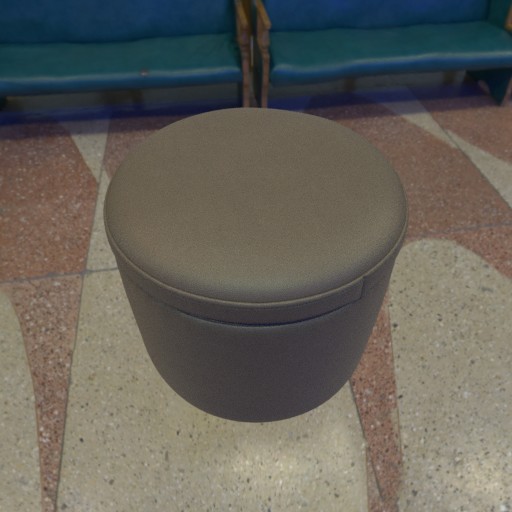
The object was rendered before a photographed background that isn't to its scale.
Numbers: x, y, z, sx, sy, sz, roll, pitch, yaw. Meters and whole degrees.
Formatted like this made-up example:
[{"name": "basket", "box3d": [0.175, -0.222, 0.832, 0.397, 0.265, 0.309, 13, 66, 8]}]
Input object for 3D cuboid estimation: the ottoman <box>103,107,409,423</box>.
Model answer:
[{"name": "ottoman", "box3d": [0.000, 0.000, 0.857, 0.500, 0.409, 0.500, 0, 47, 0]}]
